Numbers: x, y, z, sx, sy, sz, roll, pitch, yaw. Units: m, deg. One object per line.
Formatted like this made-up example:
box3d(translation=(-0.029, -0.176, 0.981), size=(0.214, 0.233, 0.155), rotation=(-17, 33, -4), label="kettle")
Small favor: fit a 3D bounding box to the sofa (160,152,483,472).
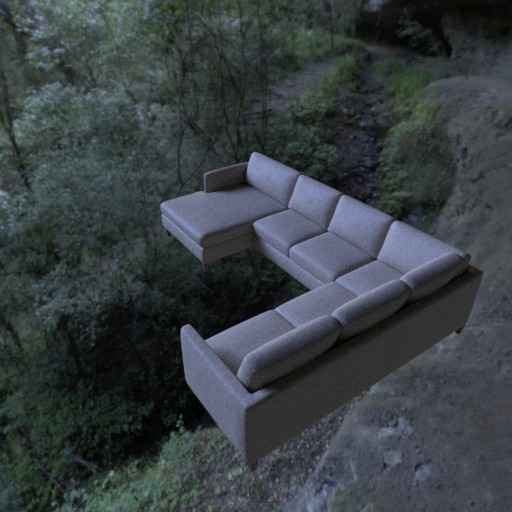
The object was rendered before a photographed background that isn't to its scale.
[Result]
box3d(translation=(0.000, 0.000, 4.536), size=(2.551, 0.889, 3.403), rotation=(-21, 38, -29), label="sofa")
